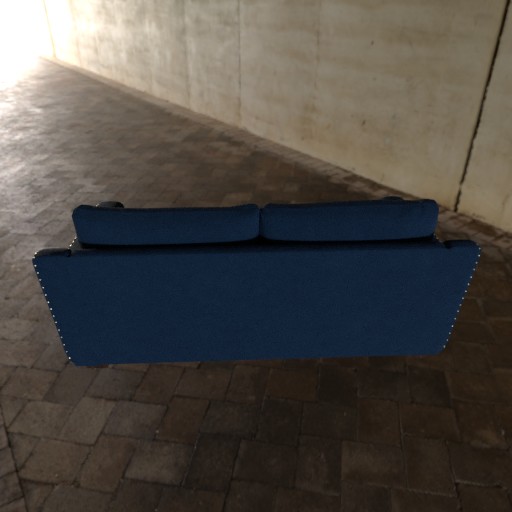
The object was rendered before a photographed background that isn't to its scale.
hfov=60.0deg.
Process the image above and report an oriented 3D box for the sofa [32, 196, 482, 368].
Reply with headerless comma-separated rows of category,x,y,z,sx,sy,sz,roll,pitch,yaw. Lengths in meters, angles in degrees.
sofa,0.000,0.000,2.698,2.107,0.983,1.104,-1,30,-2
